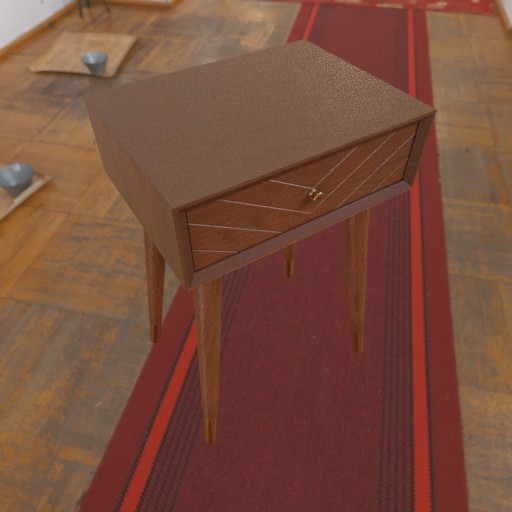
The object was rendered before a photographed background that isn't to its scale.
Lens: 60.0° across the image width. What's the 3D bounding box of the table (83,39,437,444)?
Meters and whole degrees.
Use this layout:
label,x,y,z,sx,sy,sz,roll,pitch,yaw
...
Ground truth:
label,x,y,z,sx,sy,sz,roll,pitch,yaw
table,0.000,0.000,0.816,0.406,0.599,0.300,-24,51,-22
